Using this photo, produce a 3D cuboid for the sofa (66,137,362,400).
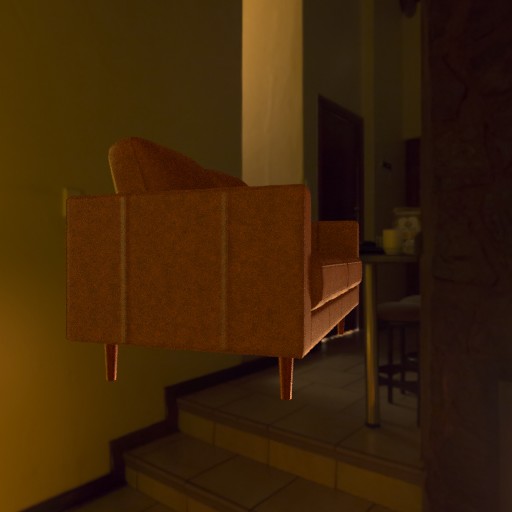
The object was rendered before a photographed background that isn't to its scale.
[{"bbox_3d":[0.000,0.000,2.186,0.909,0.951,1.578,0,0,19],"label":"sofa"}]
